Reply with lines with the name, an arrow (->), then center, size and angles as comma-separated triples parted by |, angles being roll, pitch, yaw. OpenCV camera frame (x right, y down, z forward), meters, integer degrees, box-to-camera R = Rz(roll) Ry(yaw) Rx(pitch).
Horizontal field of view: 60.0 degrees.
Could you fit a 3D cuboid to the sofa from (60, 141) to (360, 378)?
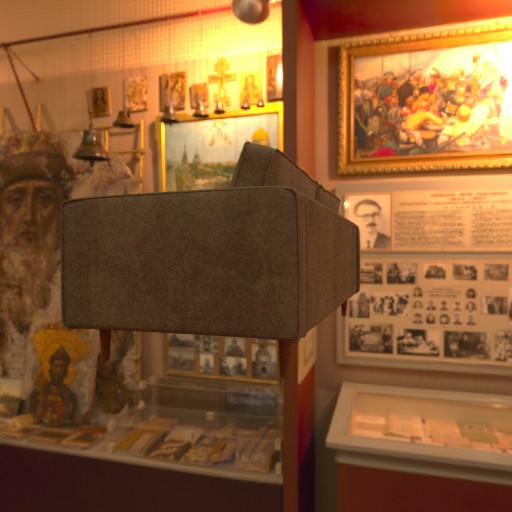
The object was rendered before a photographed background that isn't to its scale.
sofa -> 0.000, 0.000, 2.387 | 0.924, 0.825, 1.920 | 0, 0, 19
